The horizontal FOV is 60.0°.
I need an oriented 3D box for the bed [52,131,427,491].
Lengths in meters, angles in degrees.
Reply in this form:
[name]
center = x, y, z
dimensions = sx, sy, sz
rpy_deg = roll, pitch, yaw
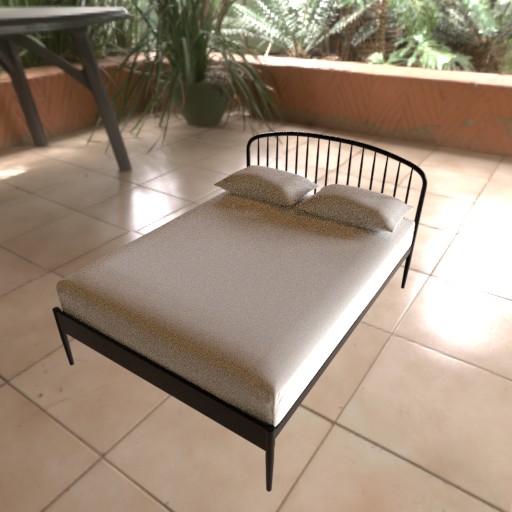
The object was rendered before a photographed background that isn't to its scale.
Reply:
[bed]
center = 0.000, 0.000, 3.070
dimensions = 1.618, 1.166, 2.159
rpy_deg = 19, 36, 28
